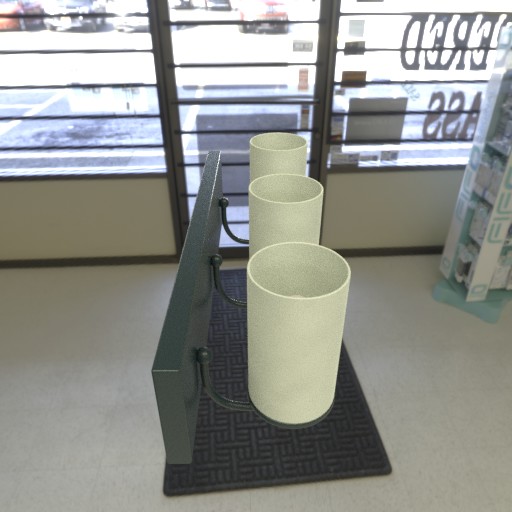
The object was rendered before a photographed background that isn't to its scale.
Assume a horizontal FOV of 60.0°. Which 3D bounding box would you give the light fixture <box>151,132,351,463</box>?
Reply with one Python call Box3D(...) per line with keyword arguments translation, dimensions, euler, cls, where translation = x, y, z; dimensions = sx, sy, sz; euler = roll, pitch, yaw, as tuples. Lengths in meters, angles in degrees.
Box3D(translation=(0.000, 0.000, 0.517), dimensions=(0.145, 0.172, 0.451), euler=(0, 32, 0), cls="light fixture")
